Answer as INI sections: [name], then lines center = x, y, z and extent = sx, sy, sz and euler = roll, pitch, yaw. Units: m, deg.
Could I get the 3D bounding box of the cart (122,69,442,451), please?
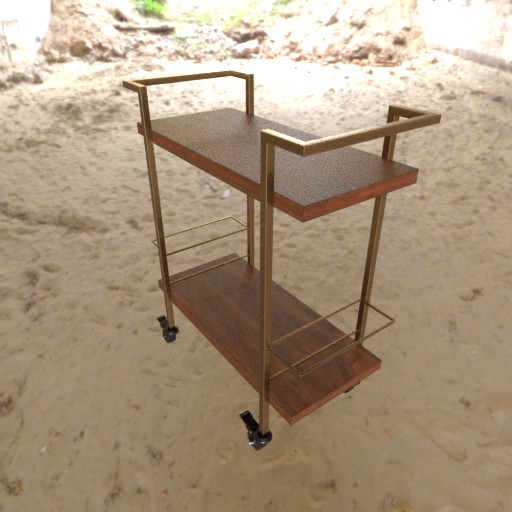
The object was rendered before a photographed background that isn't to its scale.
[cart]
center = 0.000, 0.000, 1.160
extent = 0.364, 0.807, 0.695
euler = -20, 36, -30
